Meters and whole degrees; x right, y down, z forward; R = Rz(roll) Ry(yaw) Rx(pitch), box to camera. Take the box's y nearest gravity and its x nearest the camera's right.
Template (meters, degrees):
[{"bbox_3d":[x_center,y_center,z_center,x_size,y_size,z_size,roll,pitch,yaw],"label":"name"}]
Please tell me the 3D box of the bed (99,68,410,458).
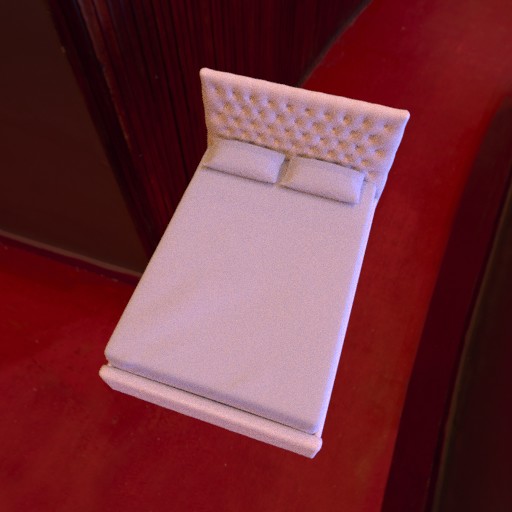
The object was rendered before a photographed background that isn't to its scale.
[{"bbox_3d":[0.000,0.000,3.487,1.698,1.427,2.387,16,60,9],"label":"bed"}]
